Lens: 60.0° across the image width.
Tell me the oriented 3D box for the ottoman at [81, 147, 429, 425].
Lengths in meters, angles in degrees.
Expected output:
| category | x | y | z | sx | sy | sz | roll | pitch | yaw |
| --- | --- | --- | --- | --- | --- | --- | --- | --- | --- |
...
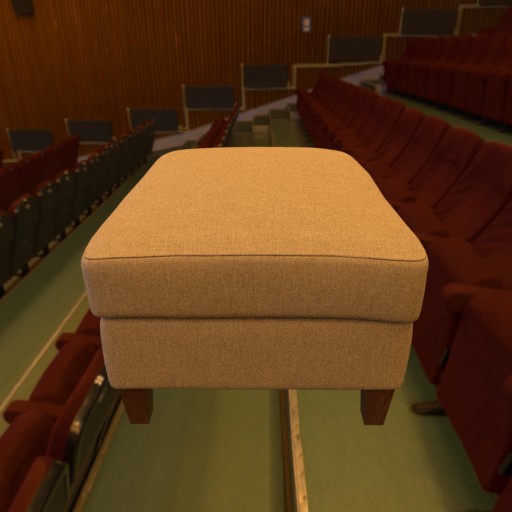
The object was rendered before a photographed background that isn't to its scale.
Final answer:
| category | x | y | z | sx | sy | sz | roll | pitch | yaw |
| --- | --- | --- | --- | --- | --- | --- | --- | --- | --- |
| ottoman | 0.000 | 0.000 | 1.296 | 0.677 | 0.519 | 0.898 | 0 | 26 | 0 |
